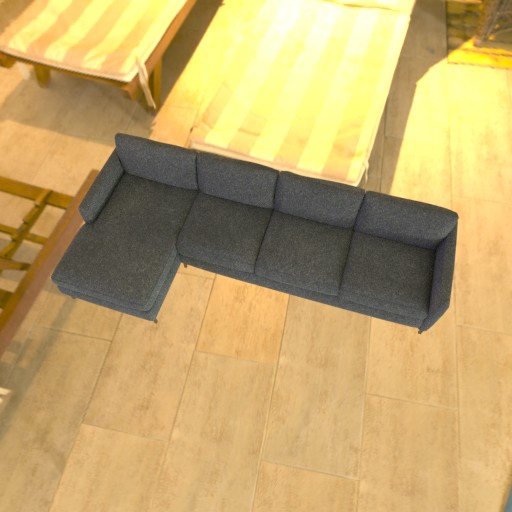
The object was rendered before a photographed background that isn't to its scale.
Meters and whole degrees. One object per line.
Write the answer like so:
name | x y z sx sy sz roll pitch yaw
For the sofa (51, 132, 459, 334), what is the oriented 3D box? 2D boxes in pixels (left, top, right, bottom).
sofa | 0.000 0.000 3.496 2.932 0.810 1.350 15 61 8
